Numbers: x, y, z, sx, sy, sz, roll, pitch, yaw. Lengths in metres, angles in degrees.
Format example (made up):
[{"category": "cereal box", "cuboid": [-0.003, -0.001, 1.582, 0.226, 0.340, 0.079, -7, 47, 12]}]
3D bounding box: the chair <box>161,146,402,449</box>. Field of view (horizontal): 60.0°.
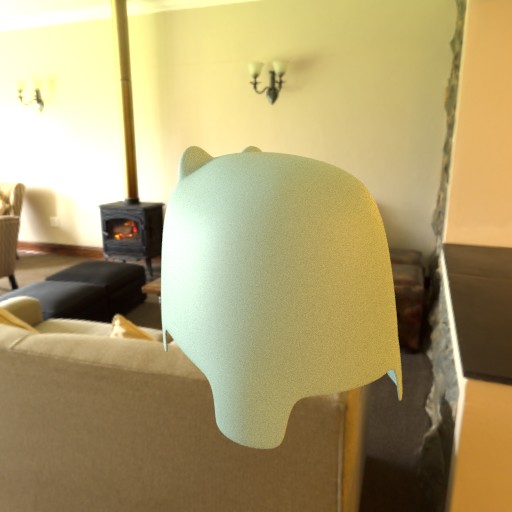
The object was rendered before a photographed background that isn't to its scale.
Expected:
[{"category": "chair", "cuboid": [0.000, 0.000, 0.878, 0.364, 0.423, 0.619, -8, 16, -28]}]
